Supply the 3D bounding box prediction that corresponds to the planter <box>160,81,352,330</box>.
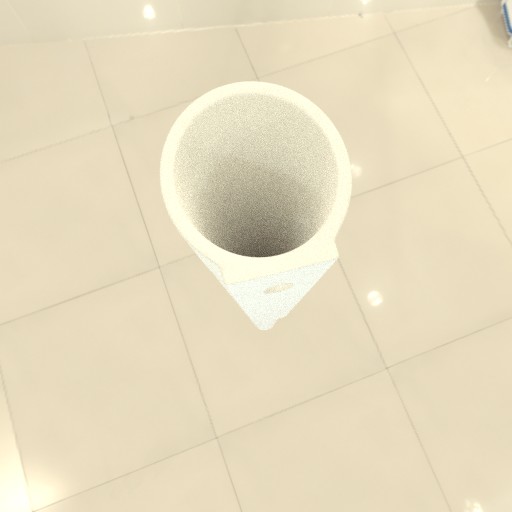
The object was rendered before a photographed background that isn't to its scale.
[{"bbox_3d":[0.000,0.000,0.226,0.057,0.193,0.064,-14,75,-4],"label":"planter"}]
